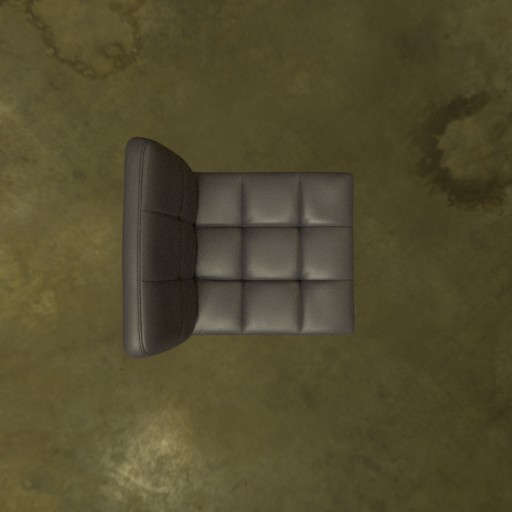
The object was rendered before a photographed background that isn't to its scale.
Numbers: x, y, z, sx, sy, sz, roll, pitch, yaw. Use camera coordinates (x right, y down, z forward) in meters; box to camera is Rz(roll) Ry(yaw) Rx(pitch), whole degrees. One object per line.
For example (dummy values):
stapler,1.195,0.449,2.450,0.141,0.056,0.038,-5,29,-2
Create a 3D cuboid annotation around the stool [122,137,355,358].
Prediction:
stool,0.000,0.000,1.358,0.505,1.115,0.430,0,88,0
